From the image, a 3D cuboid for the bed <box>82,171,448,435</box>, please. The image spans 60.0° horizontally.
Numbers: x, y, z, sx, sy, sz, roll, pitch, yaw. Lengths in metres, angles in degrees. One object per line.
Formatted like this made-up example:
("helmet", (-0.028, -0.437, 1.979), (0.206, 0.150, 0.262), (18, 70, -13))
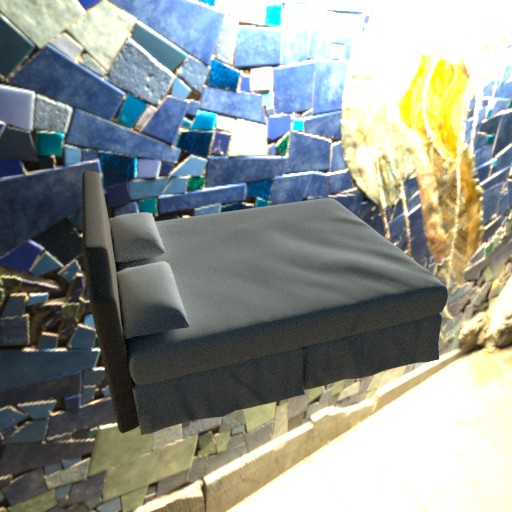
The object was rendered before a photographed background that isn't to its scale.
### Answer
("bed", (0.000, 0.000, 3.661), (2.498, 1.293, 1.977), (-10, 31, -16))
